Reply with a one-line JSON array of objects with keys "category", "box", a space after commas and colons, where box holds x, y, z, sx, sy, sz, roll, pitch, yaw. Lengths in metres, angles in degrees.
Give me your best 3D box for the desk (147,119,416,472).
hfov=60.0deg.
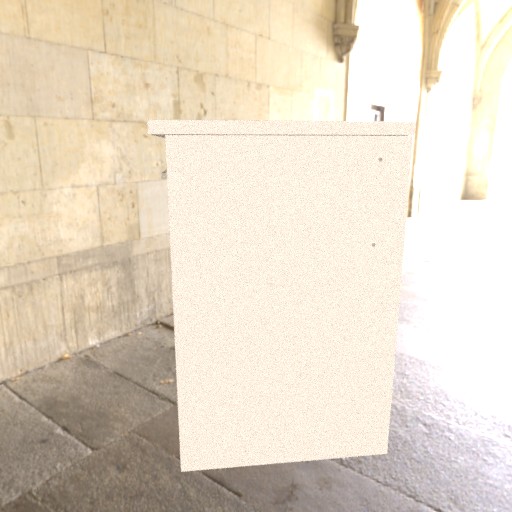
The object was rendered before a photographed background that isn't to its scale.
[{"category": "desk", "box": [0.000, 0.000, 1.329, 0.498, 0.729, 0.900, -2, 14, -7]}]
